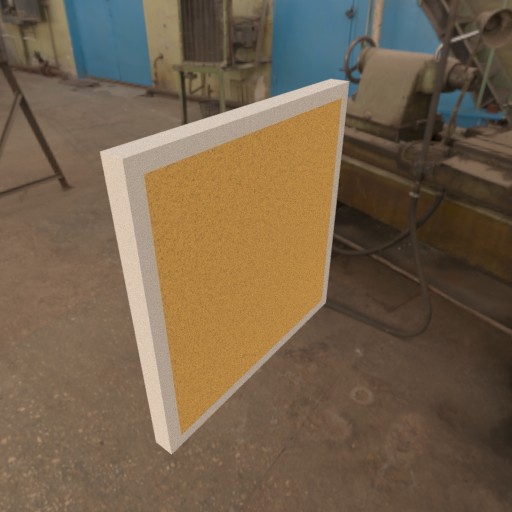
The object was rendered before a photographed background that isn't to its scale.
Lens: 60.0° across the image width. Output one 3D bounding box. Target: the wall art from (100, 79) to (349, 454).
[{"bbox_3d":[0.000,0.000,1.975,0.098,1.291,1.289,22,38,31],"label":"wall art"}]
